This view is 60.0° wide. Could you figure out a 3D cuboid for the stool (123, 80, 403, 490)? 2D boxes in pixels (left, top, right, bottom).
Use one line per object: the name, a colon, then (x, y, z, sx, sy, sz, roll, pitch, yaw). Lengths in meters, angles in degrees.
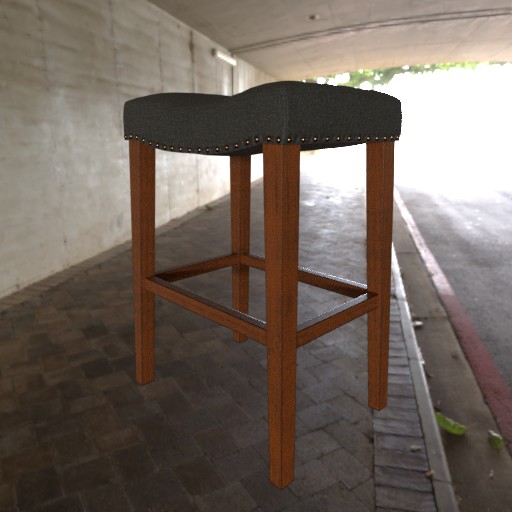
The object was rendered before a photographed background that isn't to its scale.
stool: (0.000, 0.000, 0.866, 0.320, 0.612, 0.439, -15, 22, -42)
